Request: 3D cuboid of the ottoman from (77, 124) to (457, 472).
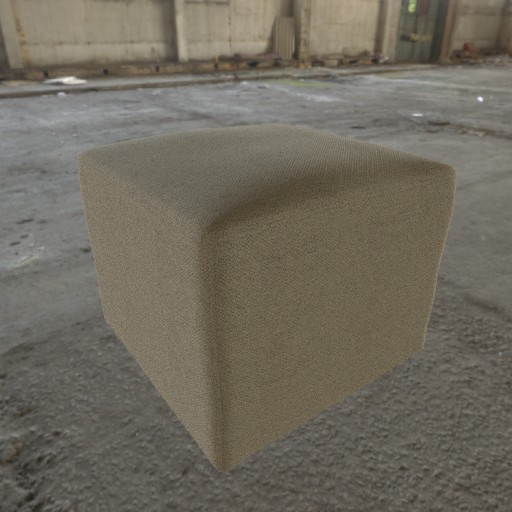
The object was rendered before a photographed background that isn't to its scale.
[{"bbox_3d":[0.000,0.000,0.891,0.512,0.453,0.521,-18,32,-32],"label":"ottoman"}]
